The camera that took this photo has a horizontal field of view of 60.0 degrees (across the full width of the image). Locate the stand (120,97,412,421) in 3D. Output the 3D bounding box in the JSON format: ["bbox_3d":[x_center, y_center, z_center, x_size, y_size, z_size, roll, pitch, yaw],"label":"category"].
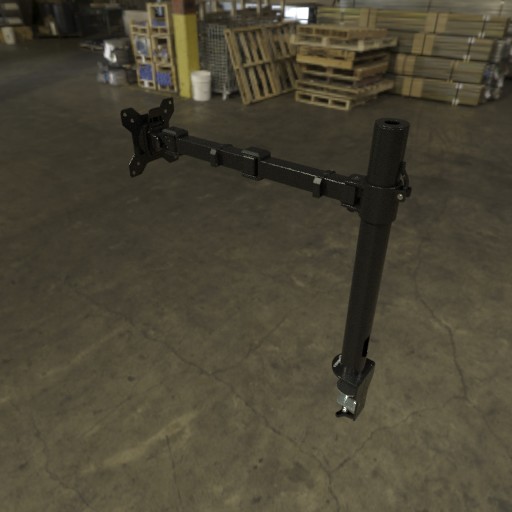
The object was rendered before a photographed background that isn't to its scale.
[{"bbox_3d":[0.000,0.000,0.739,0.456,0.510,0.115,22,39,31],"label":"stand"}]
